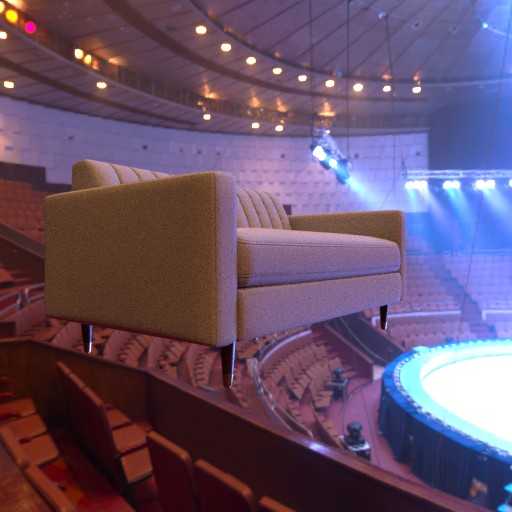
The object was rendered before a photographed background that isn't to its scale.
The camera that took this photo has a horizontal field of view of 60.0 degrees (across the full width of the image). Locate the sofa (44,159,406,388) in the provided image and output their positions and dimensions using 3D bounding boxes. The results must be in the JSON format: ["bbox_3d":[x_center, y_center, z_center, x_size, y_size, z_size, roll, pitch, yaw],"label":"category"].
[{"bbox_3d":[0.000,0.000,2.119,0.950,0.801,1.585,0,1,37],"label":"sofa"}]
